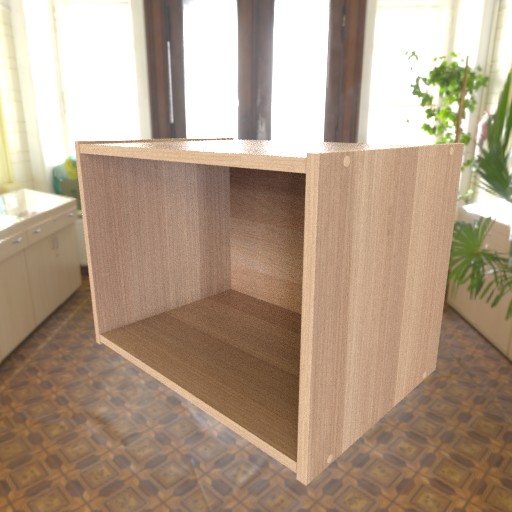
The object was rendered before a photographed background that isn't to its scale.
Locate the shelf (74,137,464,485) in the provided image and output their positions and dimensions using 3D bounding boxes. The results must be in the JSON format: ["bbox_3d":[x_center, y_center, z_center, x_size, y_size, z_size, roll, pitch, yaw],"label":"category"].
[{"bbox_3d":[0.000,0.000,0.612,0.415,0.305,0.290,15,22,42],"label":"shelf"}]
